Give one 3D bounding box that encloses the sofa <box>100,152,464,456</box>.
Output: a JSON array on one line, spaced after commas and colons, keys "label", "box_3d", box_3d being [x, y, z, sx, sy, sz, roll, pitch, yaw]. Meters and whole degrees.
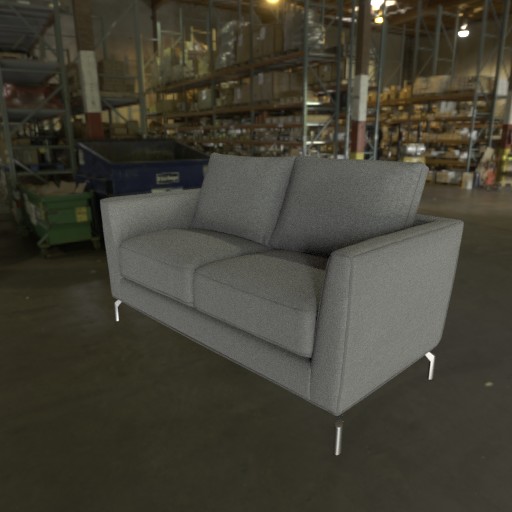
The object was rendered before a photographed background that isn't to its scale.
[{"label": "sofa", "box_3d": [0.000, 0.000, 2.118, 0.803, 0.924, 1.594, -14, 21, -42]}]
